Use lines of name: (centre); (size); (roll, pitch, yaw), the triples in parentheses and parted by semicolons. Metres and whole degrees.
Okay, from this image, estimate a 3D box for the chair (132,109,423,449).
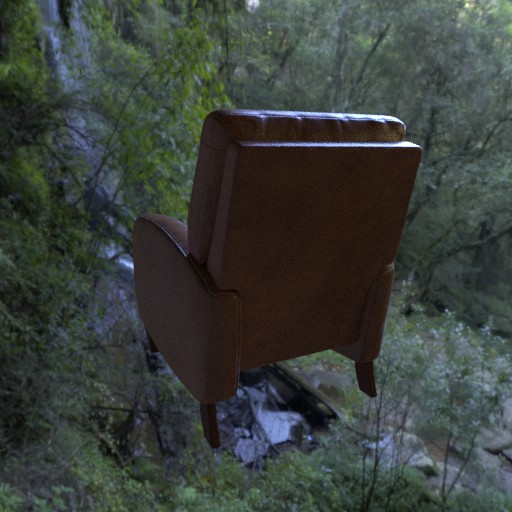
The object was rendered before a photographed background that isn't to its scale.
chair: (0.000, 0.000, 1.677); (0.762, 0.990, 0.990); (-7, 15, -26)
